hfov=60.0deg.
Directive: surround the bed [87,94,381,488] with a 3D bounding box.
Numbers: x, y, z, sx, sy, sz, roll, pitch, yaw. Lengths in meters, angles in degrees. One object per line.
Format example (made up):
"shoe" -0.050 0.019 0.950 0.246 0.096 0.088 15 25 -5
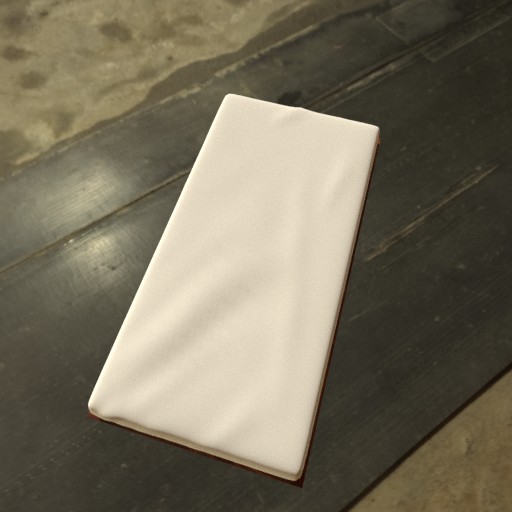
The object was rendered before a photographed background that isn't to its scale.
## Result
"bed" 0.000 0.000 2.207 0.940 0.312 1.860 15 65 7
